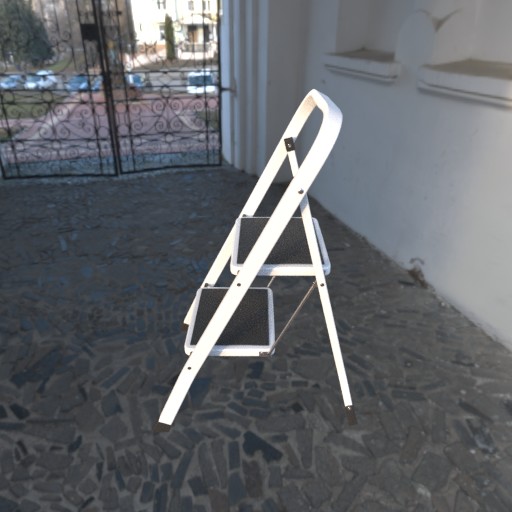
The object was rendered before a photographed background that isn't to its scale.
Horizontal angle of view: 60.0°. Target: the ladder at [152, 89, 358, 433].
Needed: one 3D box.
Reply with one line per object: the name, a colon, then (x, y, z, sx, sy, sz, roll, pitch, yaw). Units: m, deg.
ladder: (0.000, 0.000, 1.177, 0.544, 0.810, 0.460, 0, 28, 0)
